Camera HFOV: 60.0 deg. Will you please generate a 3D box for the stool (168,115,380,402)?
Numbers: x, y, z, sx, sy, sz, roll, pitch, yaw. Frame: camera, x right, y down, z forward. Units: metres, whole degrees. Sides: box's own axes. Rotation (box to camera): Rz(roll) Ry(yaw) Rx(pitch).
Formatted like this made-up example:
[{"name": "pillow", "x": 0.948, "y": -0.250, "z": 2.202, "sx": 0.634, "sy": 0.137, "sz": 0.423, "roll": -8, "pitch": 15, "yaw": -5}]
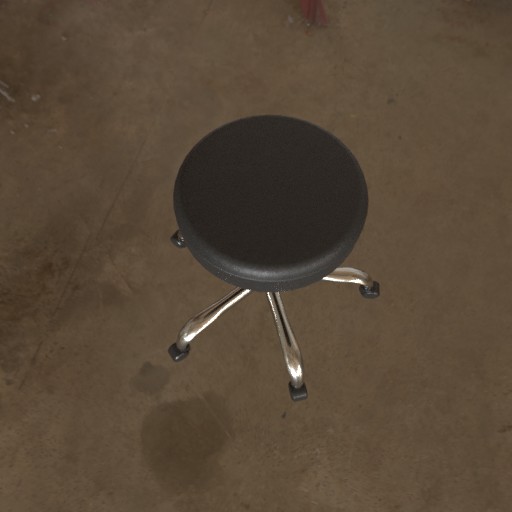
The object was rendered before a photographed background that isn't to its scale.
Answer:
[{"name": "stool", "x": 0.000, "y": 0.000, "z": 1.145, "sx": 0.638, "sy": 0.576, "sz": 0.673, "roll": -36, "pitch": 69, "yaw": -16}]
